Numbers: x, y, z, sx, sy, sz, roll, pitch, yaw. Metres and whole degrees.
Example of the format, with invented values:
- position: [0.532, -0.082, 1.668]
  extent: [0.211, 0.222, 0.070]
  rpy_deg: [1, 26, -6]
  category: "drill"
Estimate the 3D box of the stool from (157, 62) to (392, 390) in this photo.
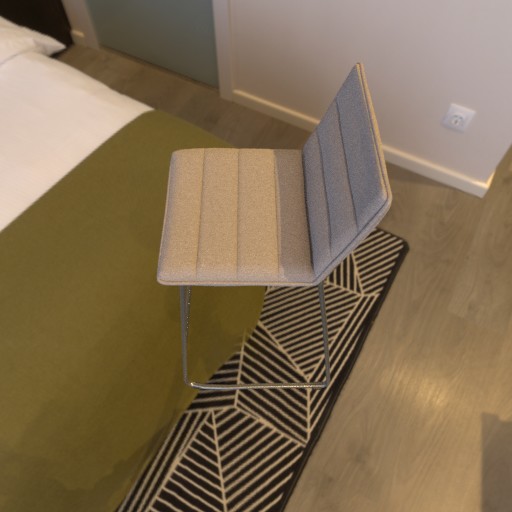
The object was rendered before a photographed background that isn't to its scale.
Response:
- position: [0.000, 0.000, 1.237]
  extent: [0.490, 0.960, 0.490]
  rpy_deg: [-1, 58, 0]
  category: "stool"
